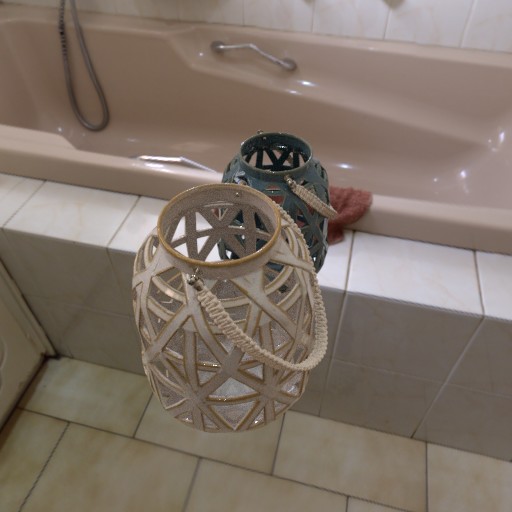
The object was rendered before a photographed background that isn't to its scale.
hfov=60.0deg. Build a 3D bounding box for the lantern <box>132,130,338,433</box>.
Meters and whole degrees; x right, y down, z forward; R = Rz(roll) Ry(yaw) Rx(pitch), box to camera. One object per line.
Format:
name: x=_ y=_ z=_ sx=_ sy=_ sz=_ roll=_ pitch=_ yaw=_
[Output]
lantern: x=0.000 y=0.000 z=0.625 sx=0.245 sy=0.307 sz=0.439 roll=12 pitch=47 yaw=11
